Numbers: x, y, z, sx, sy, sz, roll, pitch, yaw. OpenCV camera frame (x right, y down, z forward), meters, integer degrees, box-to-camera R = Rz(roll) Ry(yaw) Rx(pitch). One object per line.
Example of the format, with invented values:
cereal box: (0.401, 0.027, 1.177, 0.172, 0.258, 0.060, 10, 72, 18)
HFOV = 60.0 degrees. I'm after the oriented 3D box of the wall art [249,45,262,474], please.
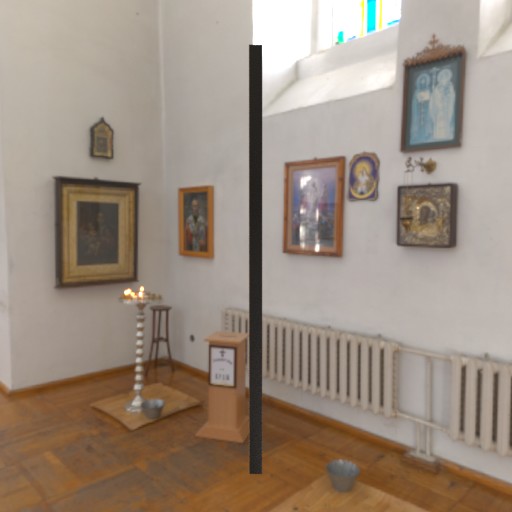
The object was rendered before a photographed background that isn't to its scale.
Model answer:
wall art: (0.000, 0.000, 0.681, 0.014, 0.445, 0.446, 0, 2, 0)
